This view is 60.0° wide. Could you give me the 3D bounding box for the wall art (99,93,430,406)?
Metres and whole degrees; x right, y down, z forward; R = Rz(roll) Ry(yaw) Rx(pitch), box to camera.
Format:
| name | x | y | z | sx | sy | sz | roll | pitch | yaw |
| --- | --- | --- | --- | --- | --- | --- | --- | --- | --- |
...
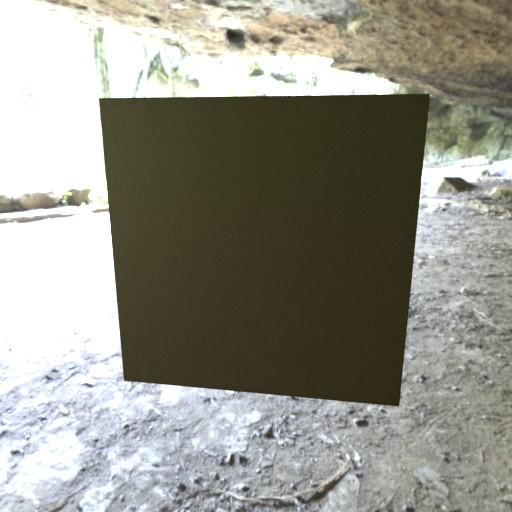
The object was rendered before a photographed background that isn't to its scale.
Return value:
| name | x | y | z | sx | sy | sz | roll | pitch | yaw |
| --- | --- | --- | --- | --- | --- | --- | --- | --- | --- |
| wall art | 0.000 | 0.000 | 0.747 | 0.503 | 0.506 | 0.031 | 3 | 16 | 9 |
